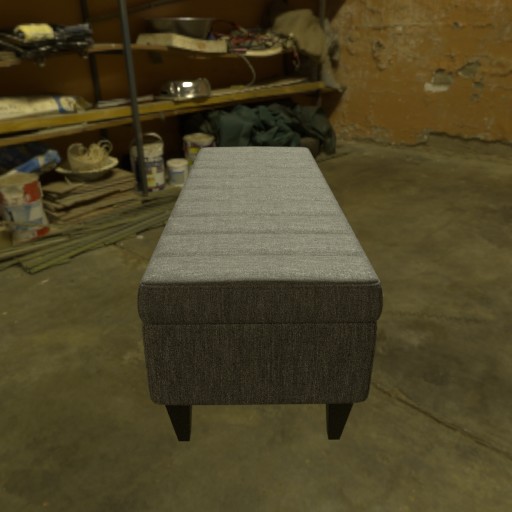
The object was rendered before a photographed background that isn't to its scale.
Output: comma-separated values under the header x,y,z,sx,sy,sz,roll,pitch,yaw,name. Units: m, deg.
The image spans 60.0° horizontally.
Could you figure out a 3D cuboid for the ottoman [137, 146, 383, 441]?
x,y,z,sx,sy,sz,roll,pitch,yaw,name
0.000,0.000,1.426,0.482,0.469,1.151,0,26,-1,ottoman
